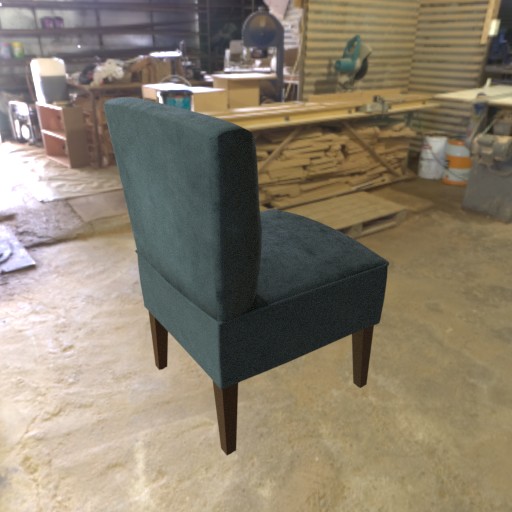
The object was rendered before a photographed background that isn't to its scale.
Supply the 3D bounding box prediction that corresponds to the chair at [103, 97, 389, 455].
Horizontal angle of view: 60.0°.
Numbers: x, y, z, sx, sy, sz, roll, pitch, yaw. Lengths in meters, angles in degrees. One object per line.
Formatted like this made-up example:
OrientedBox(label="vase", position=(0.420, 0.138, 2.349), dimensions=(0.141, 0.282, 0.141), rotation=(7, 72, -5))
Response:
OrientedBox(label="chair", position=(0.000, 0.000, 1.184), dimensions=(0.551, 0.806, 0.521), rotation=(-18, 31, -32))
